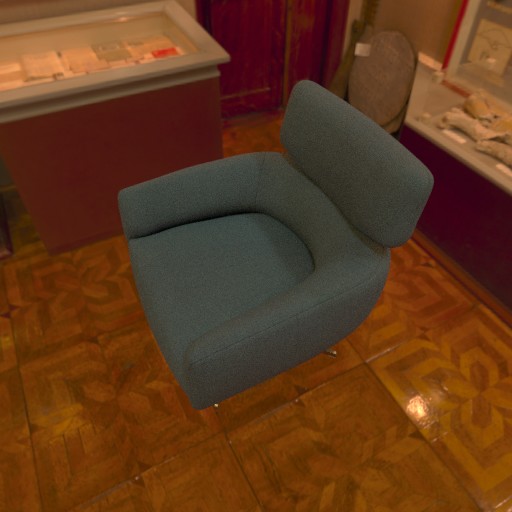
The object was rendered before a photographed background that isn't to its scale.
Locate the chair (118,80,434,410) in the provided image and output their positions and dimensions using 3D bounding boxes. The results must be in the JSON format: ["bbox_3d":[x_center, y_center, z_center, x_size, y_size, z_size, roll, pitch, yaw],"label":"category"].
[{"bbox_3d":[0.000,0.000,1.424,0.761,0.813,0.738,-19,48,-18],"label":"chair"}]
